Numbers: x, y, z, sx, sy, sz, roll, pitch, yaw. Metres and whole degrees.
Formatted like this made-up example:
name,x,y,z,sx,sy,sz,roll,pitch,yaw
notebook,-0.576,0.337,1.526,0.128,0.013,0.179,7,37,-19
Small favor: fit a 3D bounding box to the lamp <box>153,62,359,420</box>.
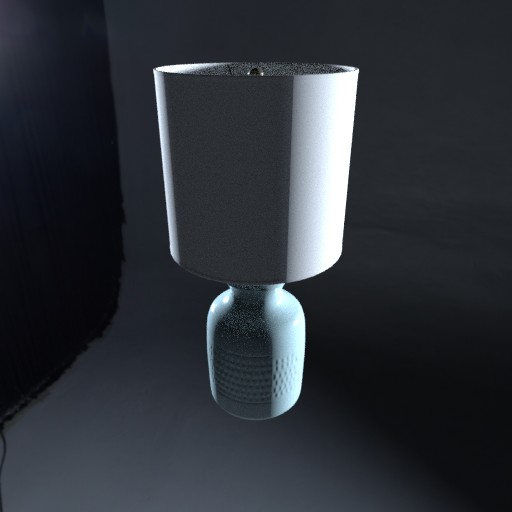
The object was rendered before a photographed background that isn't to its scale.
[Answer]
name,x,y,z,sx,sy,sz,roll,pitch,yaw
lamp,0.000,0.000,1.113,0.418,0.871,0.418,8,28,16
